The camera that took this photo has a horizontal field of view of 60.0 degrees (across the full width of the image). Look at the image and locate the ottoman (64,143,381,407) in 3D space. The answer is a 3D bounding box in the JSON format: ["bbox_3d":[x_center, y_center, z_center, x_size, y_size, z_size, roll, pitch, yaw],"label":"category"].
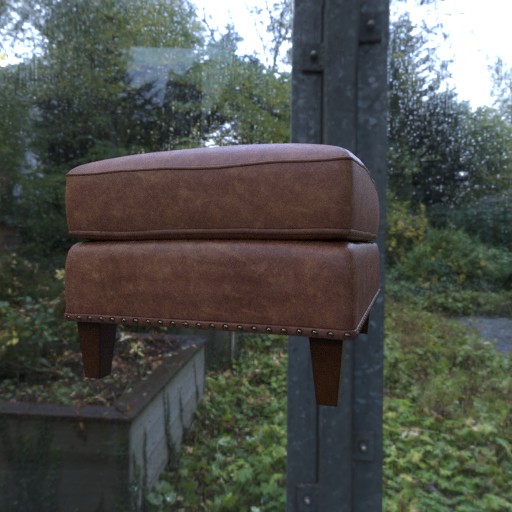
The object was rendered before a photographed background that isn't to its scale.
[{"bbox_3d":[0.000,0.000,1.137,0.586,0.486,0.742,1,2,19],"label":"ottoman"}]
